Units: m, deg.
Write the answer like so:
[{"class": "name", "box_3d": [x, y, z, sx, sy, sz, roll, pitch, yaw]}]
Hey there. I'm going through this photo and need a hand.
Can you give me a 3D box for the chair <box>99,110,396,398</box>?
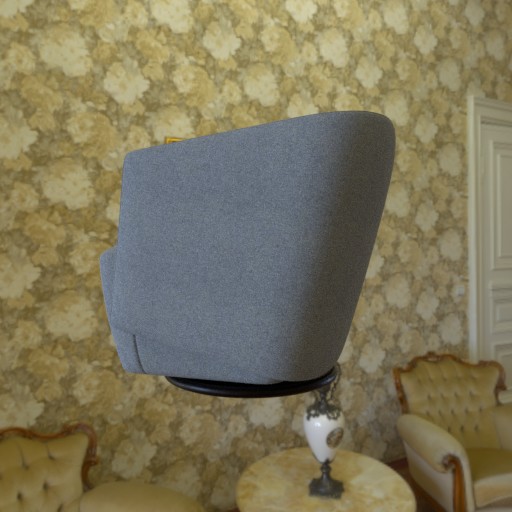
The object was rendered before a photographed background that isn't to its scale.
[{"class": "chair", "box_3d": [0.000, 0.000, 1.642, 0.986, 0.861, 0.822, 0, 0, 17]}]
